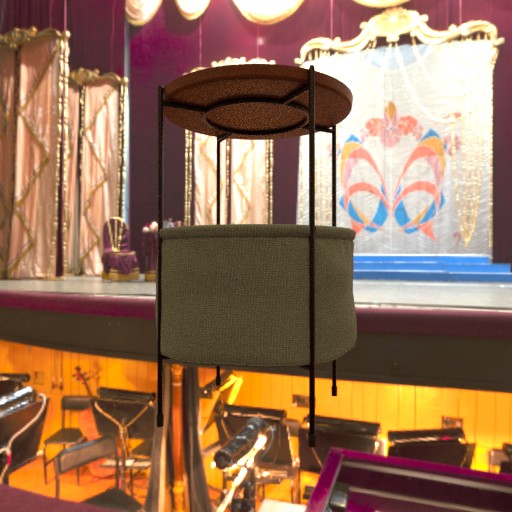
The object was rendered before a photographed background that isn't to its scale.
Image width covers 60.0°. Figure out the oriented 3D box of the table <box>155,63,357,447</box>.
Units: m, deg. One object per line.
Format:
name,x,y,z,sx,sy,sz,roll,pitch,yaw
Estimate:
table,0.000,0.000,0.901,0.400,0.623,0.400,0,0,17
